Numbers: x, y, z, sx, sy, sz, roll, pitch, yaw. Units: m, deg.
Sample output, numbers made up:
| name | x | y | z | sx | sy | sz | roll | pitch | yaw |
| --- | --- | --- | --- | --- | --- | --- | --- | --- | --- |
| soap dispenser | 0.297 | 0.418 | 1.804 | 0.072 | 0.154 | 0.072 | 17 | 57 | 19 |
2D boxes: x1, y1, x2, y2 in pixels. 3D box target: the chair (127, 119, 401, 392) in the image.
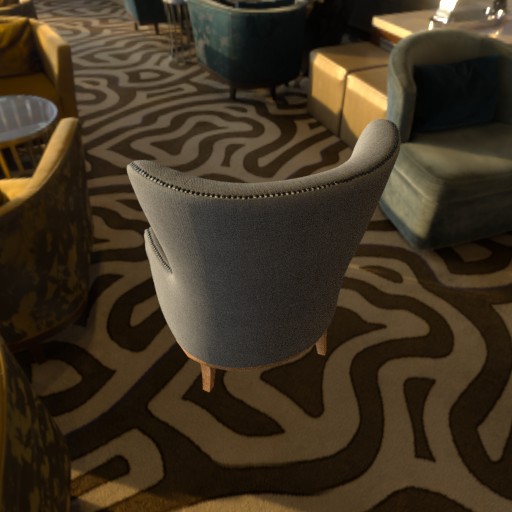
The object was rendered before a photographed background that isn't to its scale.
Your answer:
| name | x | y | z | sx | sy | sz | roll | pitch | yaw |
| --- | --- | --- | --- | --- | --- | --- | --- | --- | --- |
| chair | 0.000 | 0.000 | 1.817 | 0.864 | 1.176 | 0.883 | -14 | 43 | -15 |
